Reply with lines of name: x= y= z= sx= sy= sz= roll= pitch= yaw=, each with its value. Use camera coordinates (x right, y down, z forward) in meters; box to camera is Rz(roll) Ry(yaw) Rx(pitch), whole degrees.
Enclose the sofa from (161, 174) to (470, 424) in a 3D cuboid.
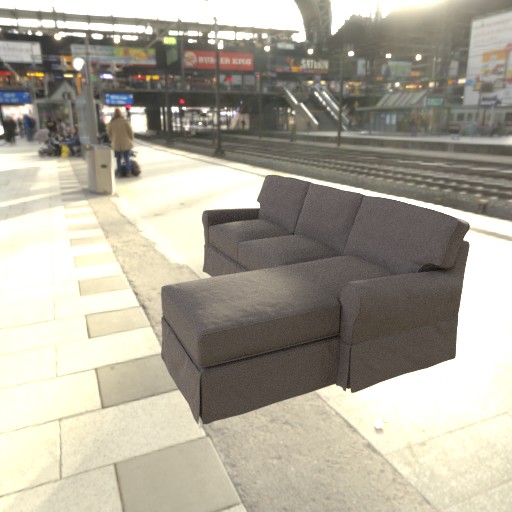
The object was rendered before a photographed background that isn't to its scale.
sofa: x=0.000 y=0.000 z=3.401 sx=1.733 sy=0.978 sz=2.475 roll=-8 pitch=19 yaw=-25
